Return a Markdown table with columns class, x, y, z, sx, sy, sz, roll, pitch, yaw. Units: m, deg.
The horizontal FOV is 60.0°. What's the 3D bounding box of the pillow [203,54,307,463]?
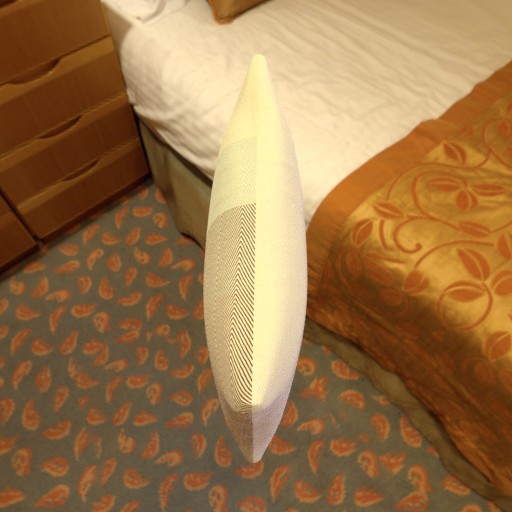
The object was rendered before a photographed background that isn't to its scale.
| class | x | y | z | sx | sy | sz | roll | pitch | yaw |
| --- | --- | --- | --- | --- | --- | --- | --- | --- | --- |
| pillow | 0.000 | 0.000 | 0.631 | 0.139 | 0.305 | 0.506 | 1 | 58 | 0 |
